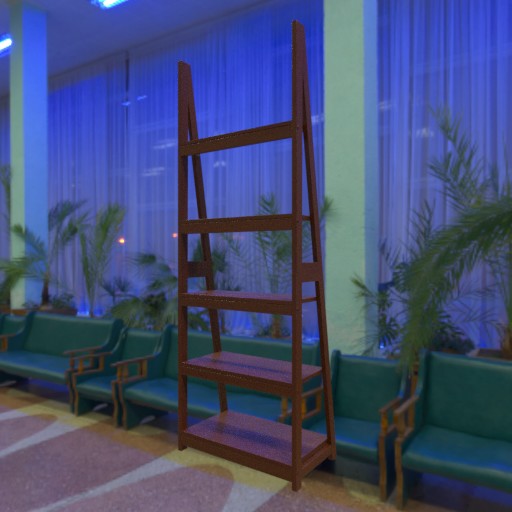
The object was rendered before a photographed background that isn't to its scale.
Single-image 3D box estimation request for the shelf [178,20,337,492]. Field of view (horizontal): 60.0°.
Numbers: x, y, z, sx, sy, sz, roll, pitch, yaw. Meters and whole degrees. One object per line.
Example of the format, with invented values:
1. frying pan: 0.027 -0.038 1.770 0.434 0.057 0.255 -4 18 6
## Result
1. shelf: 0.000 0.000 1.994 0.630 1.780 0.356 0 0 35
